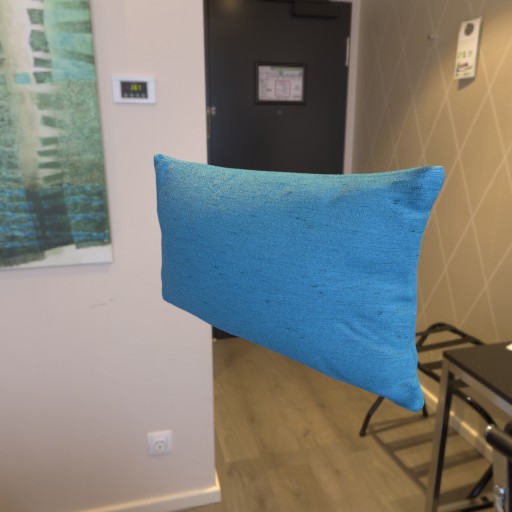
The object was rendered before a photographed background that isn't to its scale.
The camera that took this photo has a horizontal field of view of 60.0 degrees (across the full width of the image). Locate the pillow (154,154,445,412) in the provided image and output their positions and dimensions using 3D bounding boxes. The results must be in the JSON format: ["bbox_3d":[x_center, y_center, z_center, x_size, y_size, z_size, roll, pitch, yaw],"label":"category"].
[{"bbox_3d":[0.000,0.000,0.783,0.210,0.338,0.633,-14,21,-43],"label":"pillow"}]
